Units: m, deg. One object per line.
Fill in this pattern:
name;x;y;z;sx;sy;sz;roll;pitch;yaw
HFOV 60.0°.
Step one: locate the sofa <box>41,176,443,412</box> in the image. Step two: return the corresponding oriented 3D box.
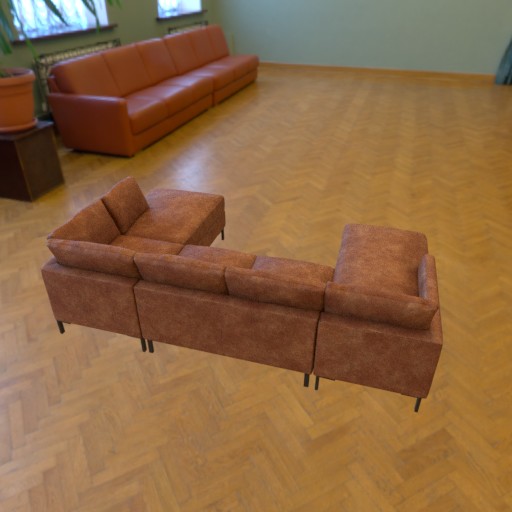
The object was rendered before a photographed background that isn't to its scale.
sofa;0.000;0.000;3.919;2.956;0.900;1.939;9;33;14
